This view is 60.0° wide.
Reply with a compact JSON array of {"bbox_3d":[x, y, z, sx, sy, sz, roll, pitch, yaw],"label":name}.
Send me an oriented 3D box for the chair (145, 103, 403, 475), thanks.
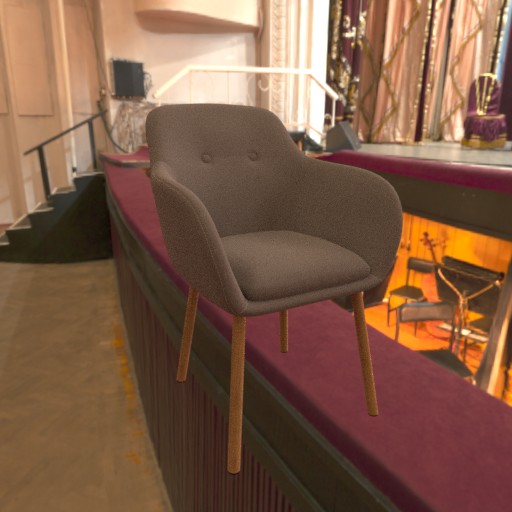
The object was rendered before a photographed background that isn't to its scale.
[{"bbox_3d":[0.000,0.000,1.244,0.570,0.830,0.590,-9,19,-28],"label":"chair"}]
